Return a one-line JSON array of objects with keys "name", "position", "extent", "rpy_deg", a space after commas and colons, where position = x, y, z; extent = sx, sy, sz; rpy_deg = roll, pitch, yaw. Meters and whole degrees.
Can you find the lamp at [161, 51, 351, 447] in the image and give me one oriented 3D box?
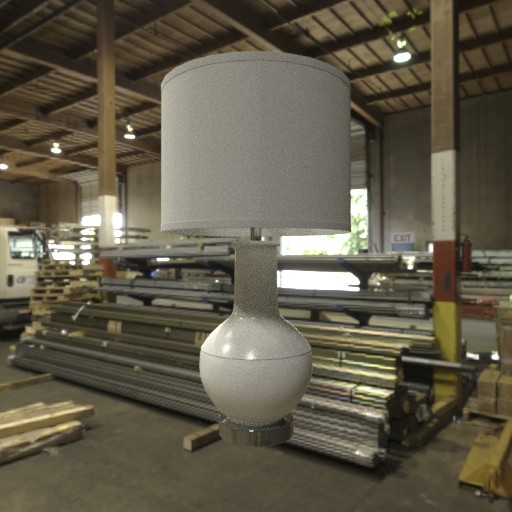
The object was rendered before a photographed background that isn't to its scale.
[{"name": "lamp", "position": [0.000, 0.000, 0.849], "extent": [0.357, 0.673, 0.357], "rpy_deg": [0, 0, 36]}]
